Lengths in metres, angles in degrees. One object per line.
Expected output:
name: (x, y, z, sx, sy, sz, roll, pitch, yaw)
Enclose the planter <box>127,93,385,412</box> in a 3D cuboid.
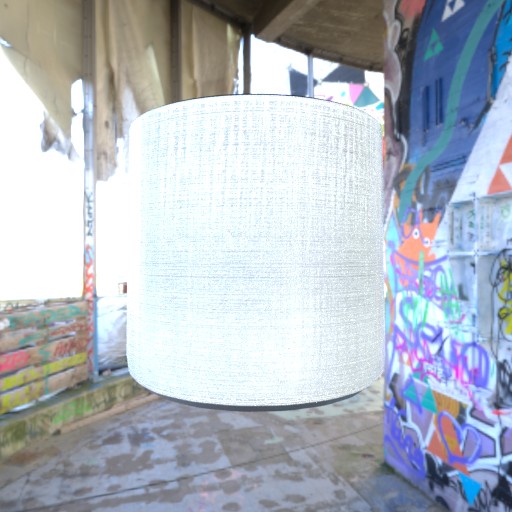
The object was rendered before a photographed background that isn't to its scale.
planter: (0.000, 0.000, 0.286, 0.160, 0.156, 0.160, 0, 0, 0)
